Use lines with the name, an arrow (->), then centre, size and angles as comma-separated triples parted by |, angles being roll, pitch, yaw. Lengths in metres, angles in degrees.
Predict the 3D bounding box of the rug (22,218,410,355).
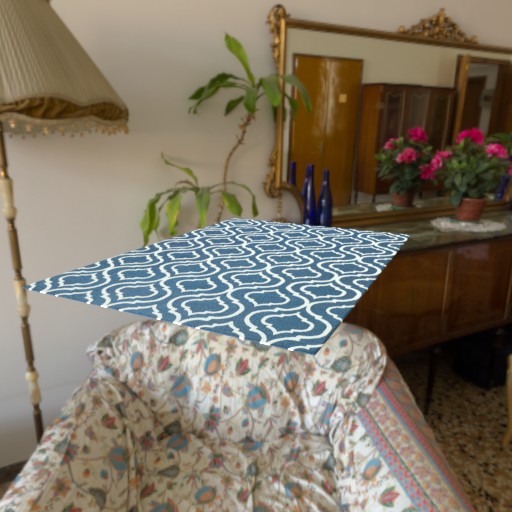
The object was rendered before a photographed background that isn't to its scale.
rug -> 0.000, 0.000, 4.390 | 2.438, 0.010, 3.353 | 8, 17, 26
